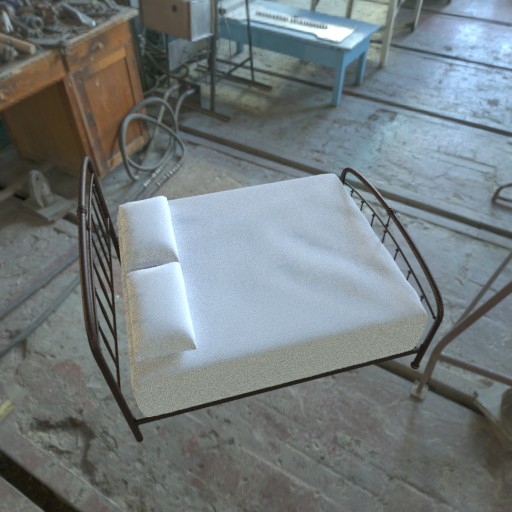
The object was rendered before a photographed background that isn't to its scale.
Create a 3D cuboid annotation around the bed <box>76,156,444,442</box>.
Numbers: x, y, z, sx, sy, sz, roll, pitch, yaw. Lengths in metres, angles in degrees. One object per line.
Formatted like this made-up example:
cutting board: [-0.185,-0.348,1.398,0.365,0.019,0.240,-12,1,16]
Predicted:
bed: [0.000,0.000,3.289,2.180,1.425,1.711,-11,48,-10]
